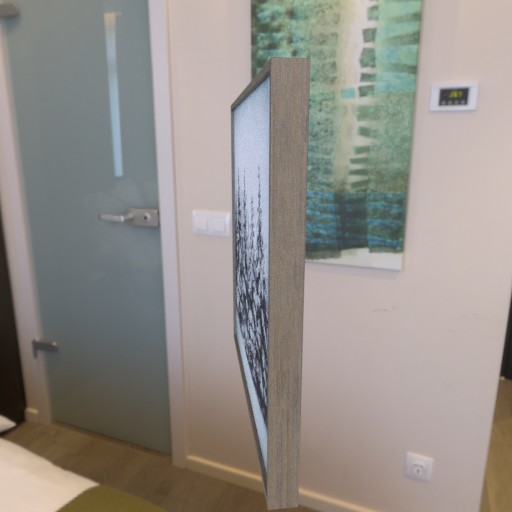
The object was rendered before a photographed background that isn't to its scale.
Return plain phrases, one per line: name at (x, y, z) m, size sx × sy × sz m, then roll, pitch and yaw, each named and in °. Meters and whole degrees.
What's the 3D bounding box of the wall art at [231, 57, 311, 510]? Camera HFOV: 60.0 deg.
wall art at (0.000, 0.000, 0.720) m, size 0.037 × 0.507 × 0.507 m, roll -2°, pitch 14°, yaw -7°
